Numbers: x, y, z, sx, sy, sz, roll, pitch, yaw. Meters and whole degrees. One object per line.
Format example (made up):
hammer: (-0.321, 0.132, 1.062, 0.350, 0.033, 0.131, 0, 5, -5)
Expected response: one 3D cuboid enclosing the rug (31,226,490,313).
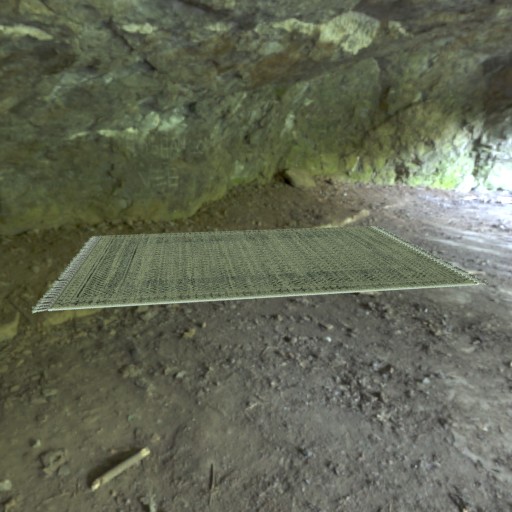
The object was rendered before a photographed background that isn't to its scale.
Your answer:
rug: (0.000, 0.000, 3.060, 2.486, 0.013, 1.548, -3, 17, -9)
